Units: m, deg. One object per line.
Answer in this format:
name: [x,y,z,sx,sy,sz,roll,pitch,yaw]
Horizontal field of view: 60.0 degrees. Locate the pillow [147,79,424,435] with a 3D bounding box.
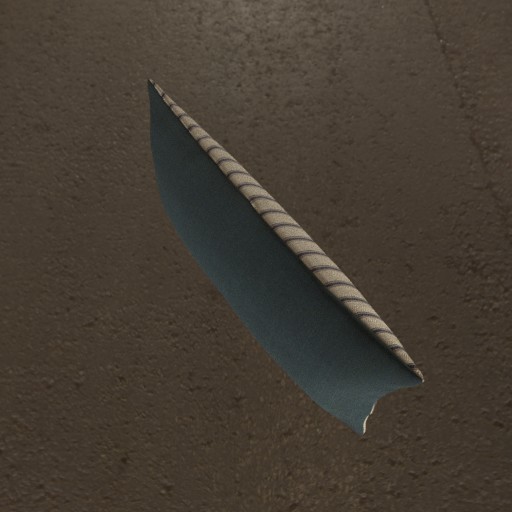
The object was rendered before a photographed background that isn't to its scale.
pillow: [0.000,0.000,0.724,0.151,0.305,0.609,-32,63,-18]
